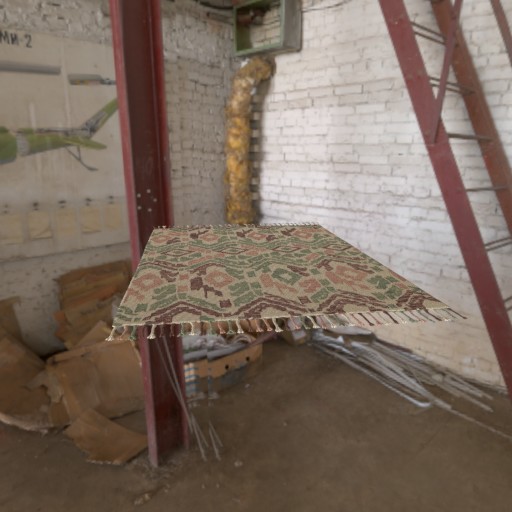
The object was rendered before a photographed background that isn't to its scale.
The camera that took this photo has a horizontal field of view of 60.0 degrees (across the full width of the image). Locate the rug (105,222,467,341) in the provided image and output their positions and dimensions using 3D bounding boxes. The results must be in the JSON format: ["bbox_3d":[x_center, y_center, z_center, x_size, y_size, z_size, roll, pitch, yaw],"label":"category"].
[{"bbox_3d":[0.000,0.000,2.930,1.524,0.011,2.438,-2,14,-8],"label":"rug"}]
